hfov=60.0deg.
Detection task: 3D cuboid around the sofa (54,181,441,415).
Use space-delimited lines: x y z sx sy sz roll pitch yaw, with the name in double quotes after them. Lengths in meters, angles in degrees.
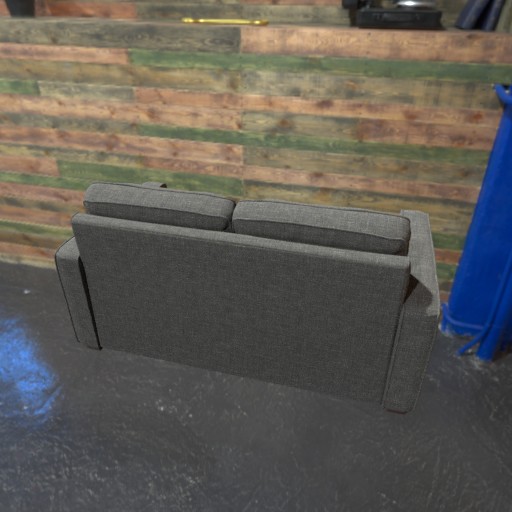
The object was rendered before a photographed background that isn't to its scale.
0.000 0.000 2.291 1.709 0.918 0.947 8 32 13 "sofa"
